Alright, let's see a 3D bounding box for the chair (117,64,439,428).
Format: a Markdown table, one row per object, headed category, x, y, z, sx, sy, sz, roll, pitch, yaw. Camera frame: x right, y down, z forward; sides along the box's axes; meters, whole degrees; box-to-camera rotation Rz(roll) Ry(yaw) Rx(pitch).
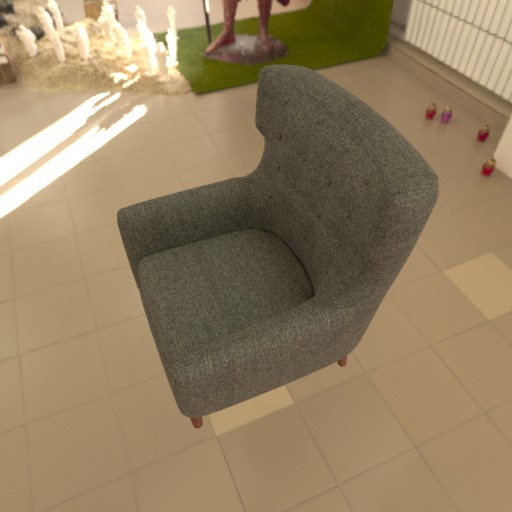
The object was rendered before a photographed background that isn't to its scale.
| category | x | y | z | sx | sy | sz | roll | pitch | yaw |
| --- | --- | --- | --- | --- | --- | --- | --- | --- | --- |
| chair | 0.000 | 0.000 | 1.701 | 0.904 | 1.063 | 0.878 | -18 | 49 | -16 |
